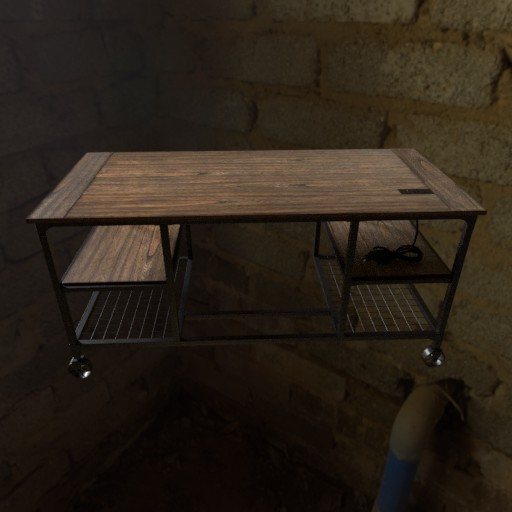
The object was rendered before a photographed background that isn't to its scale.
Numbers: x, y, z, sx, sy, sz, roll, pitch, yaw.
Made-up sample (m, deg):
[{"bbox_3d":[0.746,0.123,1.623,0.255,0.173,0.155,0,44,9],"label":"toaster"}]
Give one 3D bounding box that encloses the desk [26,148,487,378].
[{"bbox_3d":[0.000,0.000,1.991,1.590,0.751,0.711,-1,31,-2],"label":"desk"}]
